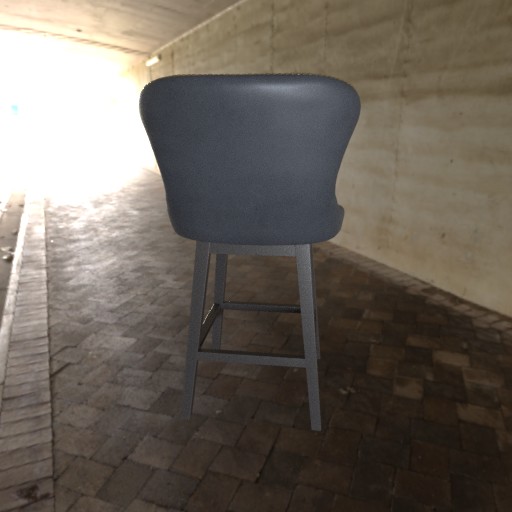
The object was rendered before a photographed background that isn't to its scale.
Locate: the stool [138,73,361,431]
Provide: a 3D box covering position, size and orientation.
[{"bbox_3d":[0.000,0.000,1.333,0.528,0.971,0.593,2,17,7],"label":"stool"}]
